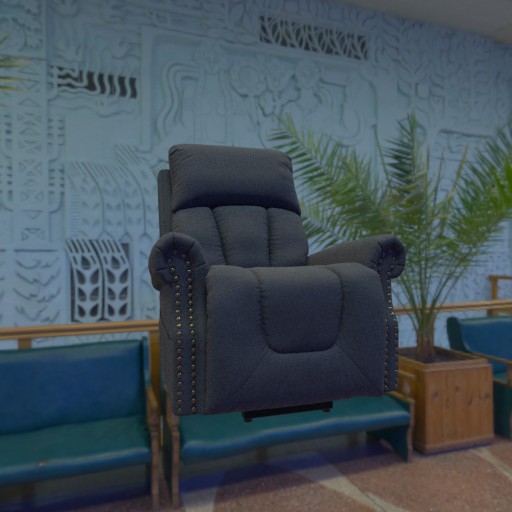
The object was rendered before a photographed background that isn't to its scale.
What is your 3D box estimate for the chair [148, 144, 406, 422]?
[{"bbox_3d":[0.000,0.000,1.764,0.871,1.031,0.979,0,1,-18],"label":"chair"}]
